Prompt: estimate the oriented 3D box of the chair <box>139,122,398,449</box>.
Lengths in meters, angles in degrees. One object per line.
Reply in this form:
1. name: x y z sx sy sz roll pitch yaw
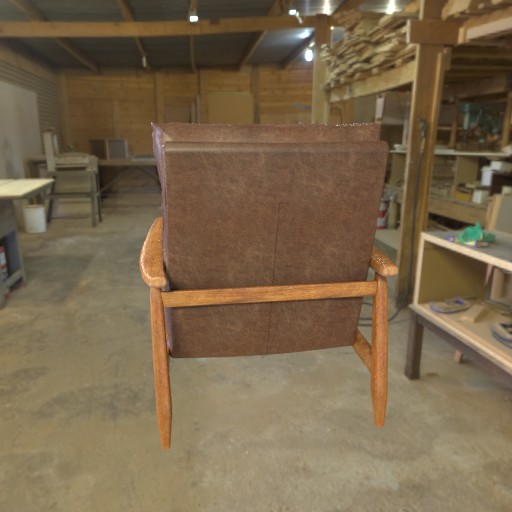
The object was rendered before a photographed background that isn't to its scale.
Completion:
1. chair: 0.000 0.000 1.578 0.782 0.897 0.830 -2 15 -8
